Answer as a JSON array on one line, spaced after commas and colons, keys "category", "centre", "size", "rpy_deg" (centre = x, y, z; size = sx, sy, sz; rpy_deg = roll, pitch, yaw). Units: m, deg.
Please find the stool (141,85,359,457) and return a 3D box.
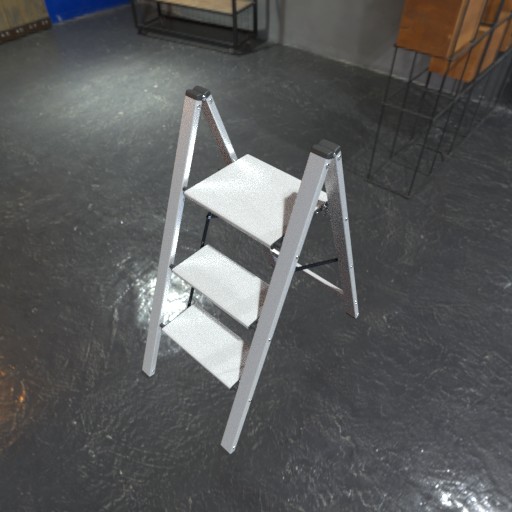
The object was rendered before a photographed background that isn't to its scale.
[{"category": "stool", "centre": [0.000, 0.000, 1.326], "size": [0.441, 0.902, 0.730], "rpy_deg": [33, 53, 28]}]
